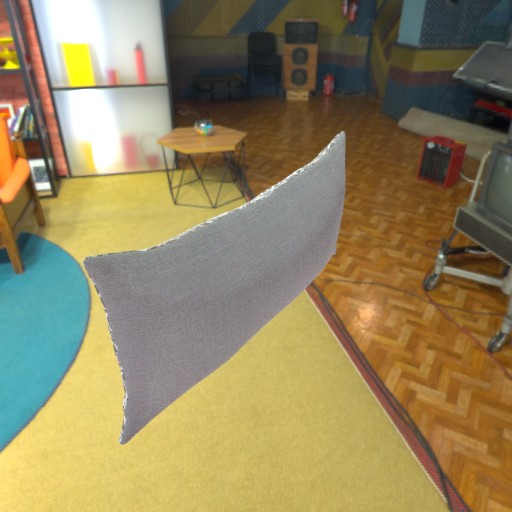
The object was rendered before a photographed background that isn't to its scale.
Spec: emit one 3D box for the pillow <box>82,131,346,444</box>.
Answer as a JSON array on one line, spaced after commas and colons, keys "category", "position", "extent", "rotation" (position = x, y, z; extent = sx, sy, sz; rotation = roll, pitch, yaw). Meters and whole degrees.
[{"category": "pillow", "position": [0.000, 0.000, 0.744], "extent": [0.148, 0.290, 0.631], "rotation": [20, 36, 30]}]
